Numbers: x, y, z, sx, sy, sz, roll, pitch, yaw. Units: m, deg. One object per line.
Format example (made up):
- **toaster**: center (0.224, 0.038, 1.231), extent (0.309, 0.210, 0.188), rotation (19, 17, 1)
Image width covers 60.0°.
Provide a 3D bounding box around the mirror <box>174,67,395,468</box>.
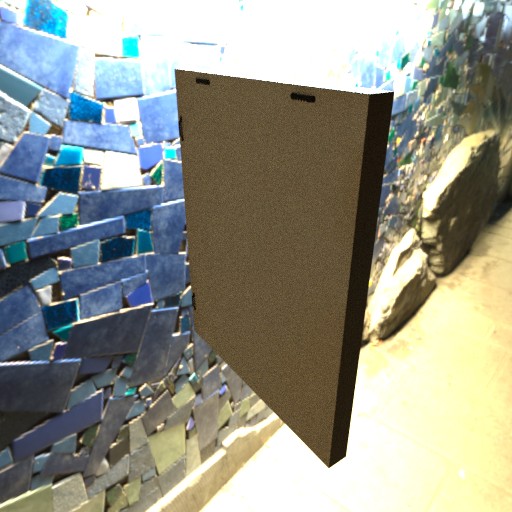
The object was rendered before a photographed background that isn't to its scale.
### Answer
- **mirror**: center (0.000, 0.000, 0.677), extent (0.041, 0.508, 0.405), rotation (-18, 32, -31)
